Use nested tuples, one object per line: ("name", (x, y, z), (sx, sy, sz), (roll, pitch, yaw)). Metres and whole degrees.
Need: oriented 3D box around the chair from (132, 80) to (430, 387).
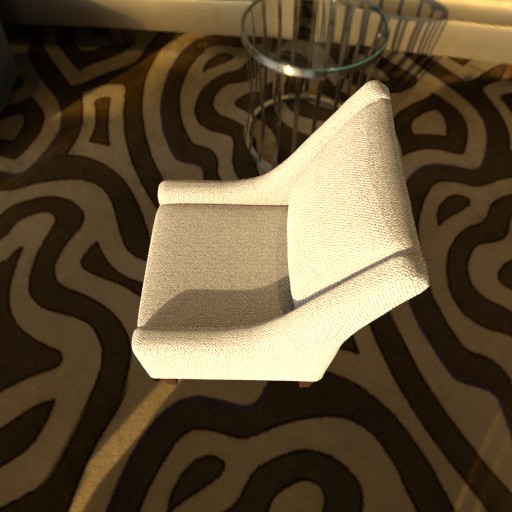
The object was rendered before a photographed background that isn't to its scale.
("chair", (0.000, 0.000, 1.675), (0.870, 1.014, 0.774), (1, 58, 1))
